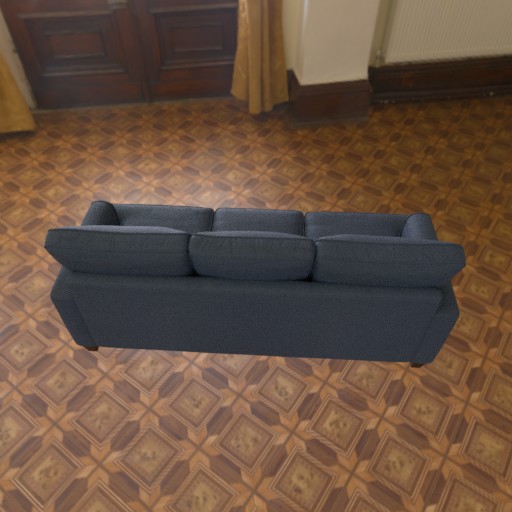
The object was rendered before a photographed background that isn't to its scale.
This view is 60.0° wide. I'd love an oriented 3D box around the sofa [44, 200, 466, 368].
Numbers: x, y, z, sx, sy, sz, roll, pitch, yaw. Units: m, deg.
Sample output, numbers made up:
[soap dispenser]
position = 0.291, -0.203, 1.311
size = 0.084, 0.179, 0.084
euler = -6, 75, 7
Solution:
[sofa]
position = 0.000, 0.000, 2.672
size = 2.158, 0.965, 0.951
euler = 2, 48, 2
